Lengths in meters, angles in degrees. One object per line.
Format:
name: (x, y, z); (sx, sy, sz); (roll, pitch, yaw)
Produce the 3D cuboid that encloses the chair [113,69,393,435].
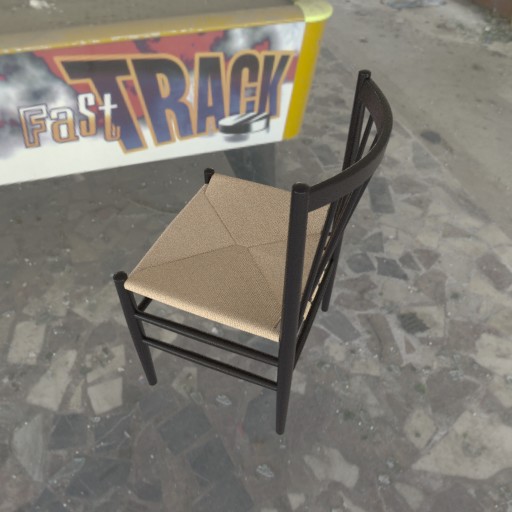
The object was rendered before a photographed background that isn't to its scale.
chair: (0.000, 0.000, 1.131); (0.516, 0.818, 0.495); (16, 46, 15)
